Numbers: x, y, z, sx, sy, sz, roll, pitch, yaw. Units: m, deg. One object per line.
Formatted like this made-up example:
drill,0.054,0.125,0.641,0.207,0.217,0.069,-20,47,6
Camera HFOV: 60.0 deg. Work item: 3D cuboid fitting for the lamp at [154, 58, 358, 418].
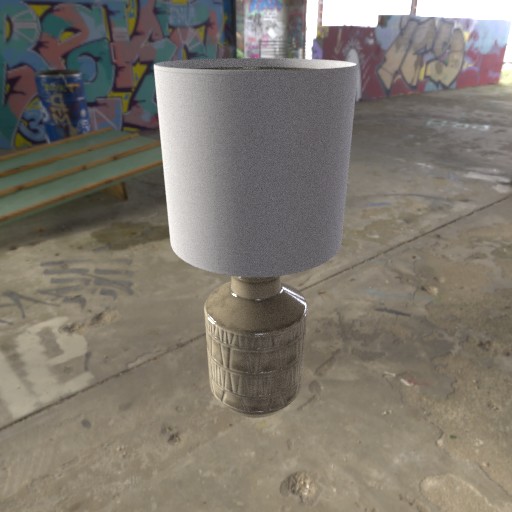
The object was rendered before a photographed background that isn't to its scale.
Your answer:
lamp,0.000,0.000,0.569,0.211,0.455,0.211,-9,28,-17
